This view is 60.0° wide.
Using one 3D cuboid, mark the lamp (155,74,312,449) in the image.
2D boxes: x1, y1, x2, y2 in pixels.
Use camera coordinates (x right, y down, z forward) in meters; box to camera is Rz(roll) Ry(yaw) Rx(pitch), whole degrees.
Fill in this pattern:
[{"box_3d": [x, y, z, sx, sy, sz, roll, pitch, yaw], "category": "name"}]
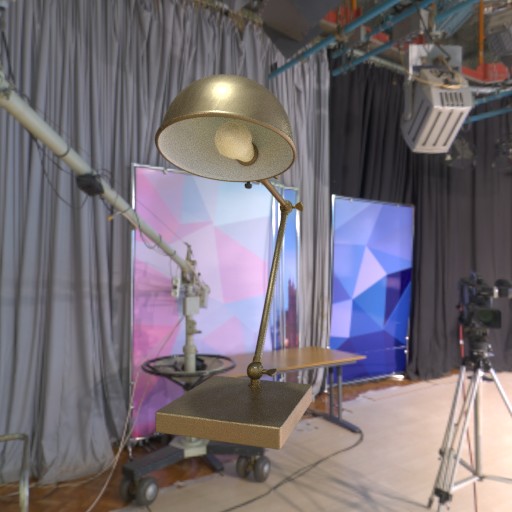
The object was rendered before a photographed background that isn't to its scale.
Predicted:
[{"box_3d": [0.000, 0.000, 0.561, 0.149, 0.371, 0.339, 0, 0, 19], "category": "lamp"}]
